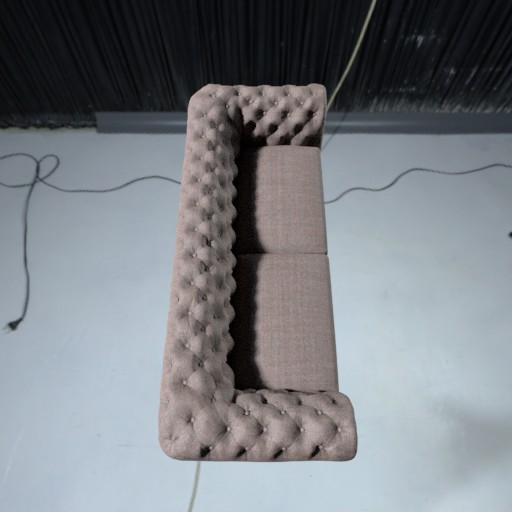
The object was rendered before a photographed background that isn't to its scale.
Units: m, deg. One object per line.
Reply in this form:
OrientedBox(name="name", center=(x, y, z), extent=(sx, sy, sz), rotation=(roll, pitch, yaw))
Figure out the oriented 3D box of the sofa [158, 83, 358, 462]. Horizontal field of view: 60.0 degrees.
OrientedBox(name="sofa", center=(0.000, 0.000, 2.808), extent=(0.944, 0.787, 2.385), rotation=(0, 63, 0))
